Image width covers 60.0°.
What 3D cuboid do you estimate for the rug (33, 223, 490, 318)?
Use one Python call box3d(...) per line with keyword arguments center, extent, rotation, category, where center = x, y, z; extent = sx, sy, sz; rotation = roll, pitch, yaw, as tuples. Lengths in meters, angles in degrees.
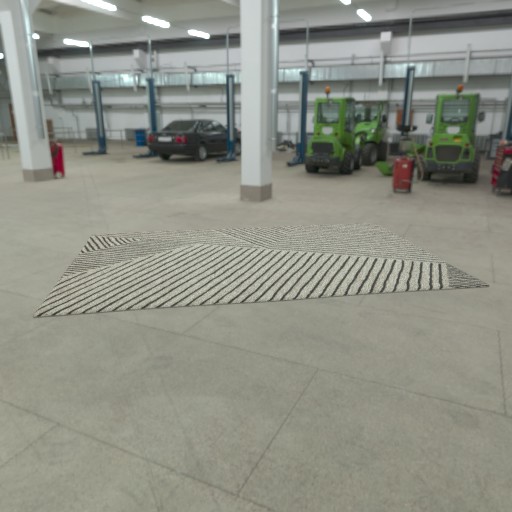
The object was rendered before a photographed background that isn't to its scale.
box3d(center=(0.000, 0.000, 3.005), extent=(2.406, 0.023, 1.539), rotation=(-3, 18, -9), category="rug")
